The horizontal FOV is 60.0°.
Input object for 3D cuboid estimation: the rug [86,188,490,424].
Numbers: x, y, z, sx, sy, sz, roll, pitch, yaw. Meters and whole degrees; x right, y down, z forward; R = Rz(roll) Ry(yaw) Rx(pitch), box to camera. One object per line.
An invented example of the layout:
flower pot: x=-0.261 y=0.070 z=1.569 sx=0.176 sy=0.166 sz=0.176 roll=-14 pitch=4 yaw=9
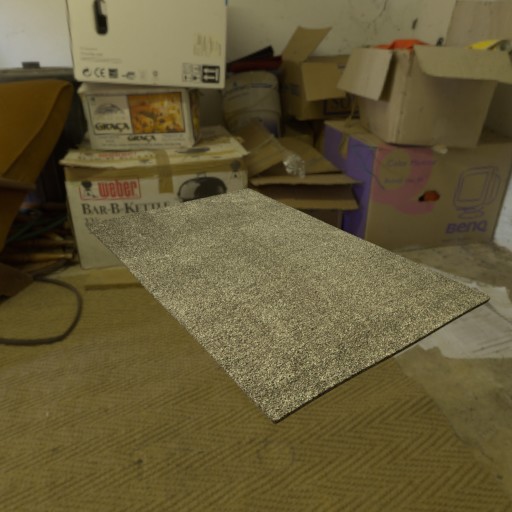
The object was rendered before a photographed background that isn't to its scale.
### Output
rug: x=0.000 y=0.000 z=2.892 sx=1.501 sy=0.025 sz=2.352 roll=-18 pitch=32 yaw=-31
